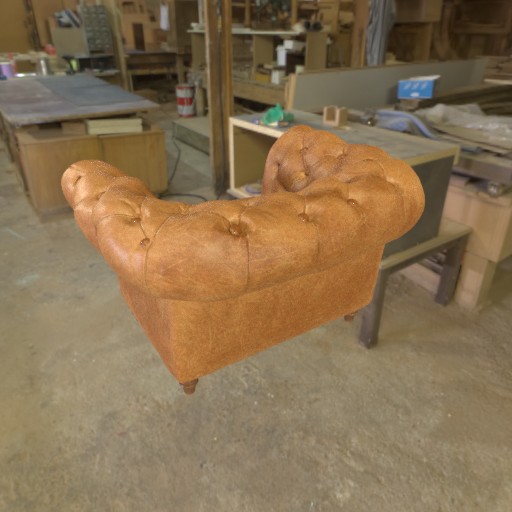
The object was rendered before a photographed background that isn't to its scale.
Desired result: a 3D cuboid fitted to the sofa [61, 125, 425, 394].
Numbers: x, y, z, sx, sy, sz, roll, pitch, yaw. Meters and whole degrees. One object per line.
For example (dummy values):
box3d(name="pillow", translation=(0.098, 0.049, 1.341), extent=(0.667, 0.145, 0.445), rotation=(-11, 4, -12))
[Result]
box3d(name="sofa", translation=(0.000, 0.000, 1.995), extent=(1.405, 0.878, 1.033), rotation=(-17, 33, -29))
